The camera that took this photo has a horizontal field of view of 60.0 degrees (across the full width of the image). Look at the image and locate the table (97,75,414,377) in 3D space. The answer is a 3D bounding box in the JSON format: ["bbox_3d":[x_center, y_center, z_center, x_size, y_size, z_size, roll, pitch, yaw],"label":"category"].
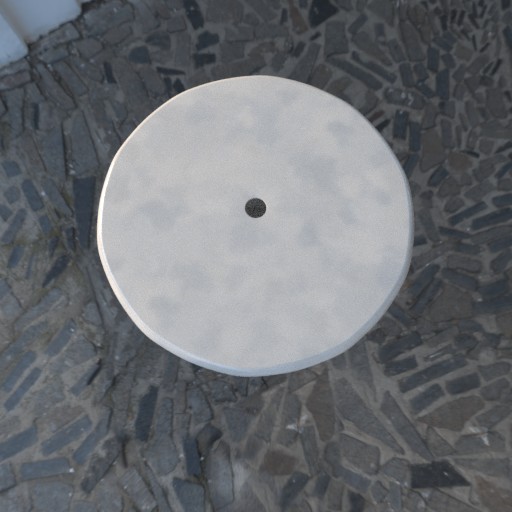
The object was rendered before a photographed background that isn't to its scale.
[{"bbox_3d":[0.000,0.000,0.665,0.352,0.387,0.352,0,75,0],"label":"table"}]
